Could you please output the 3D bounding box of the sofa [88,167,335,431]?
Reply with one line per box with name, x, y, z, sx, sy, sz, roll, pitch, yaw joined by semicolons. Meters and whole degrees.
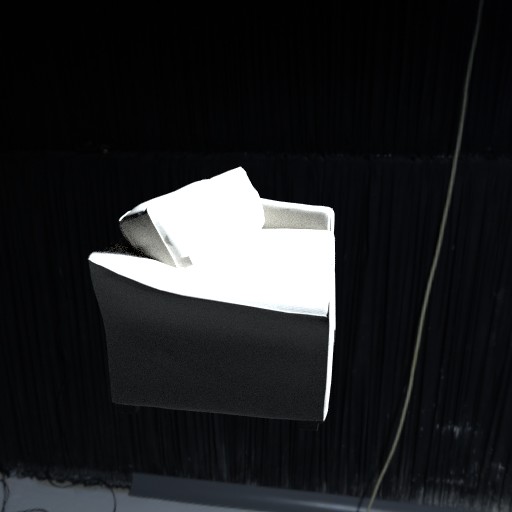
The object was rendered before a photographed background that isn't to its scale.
sofa;0.000;0.000;2.775;0.980;0.965;2.270;3;16;9
